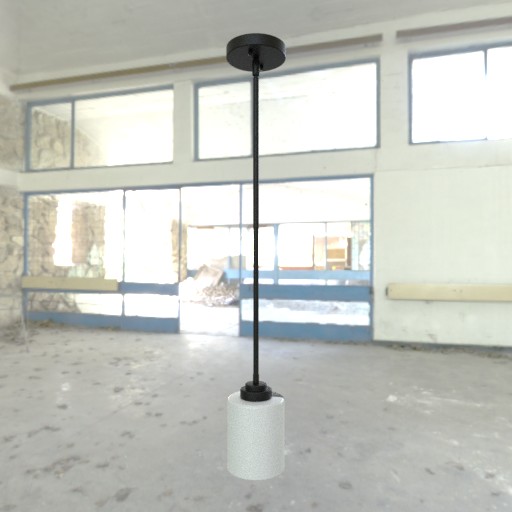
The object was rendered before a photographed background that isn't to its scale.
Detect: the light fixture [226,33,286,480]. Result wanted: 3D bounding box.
[{"bbox_3d":[0.000,0.000,0.915,0.123,0.863,0.123,0,-1,18],"label":"light fixture"}]
